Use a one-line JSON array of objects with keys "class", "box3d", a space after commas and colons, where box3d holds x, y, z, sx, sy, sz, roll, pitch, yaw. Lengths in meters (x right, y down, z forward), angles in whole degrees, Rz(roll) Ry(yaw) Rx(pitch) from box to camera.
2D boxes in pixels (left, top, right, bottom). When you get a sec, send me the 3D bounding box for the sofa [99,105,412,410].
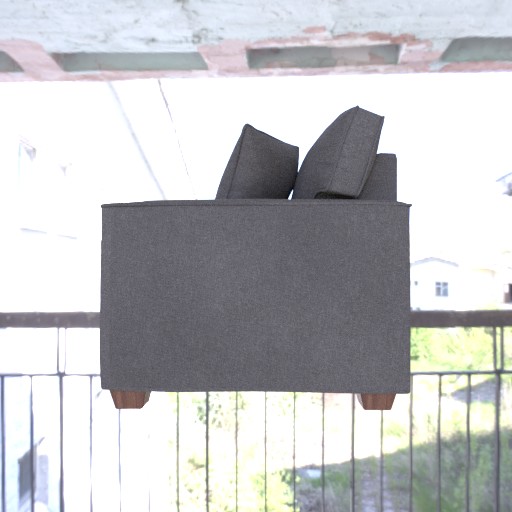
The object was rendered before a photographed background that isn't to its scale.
[{"class": "sofa", "box3d": [0.000, 0.000, 2.047, 0.991, 0.989, 1.388, 0, -1, 1]}]
